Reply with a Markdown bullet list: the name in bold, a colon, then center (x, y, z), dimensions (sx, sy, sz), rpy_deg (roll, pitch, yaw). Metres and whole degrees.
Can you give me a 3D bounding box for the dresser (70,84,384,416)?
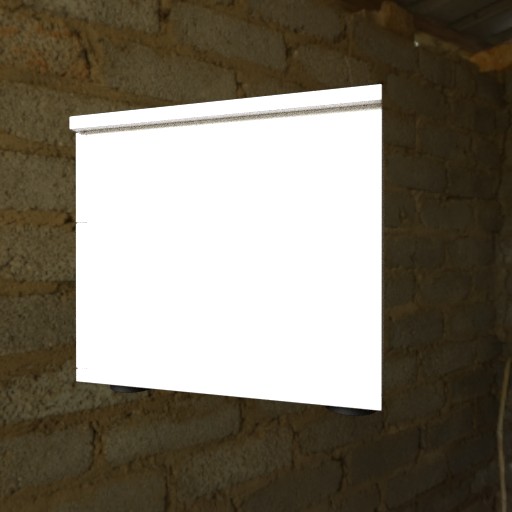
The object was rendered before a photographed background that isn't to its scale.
- **dresser**: center (0.000, 0.000, 0.724), dimensions (0.400, 0.360, 0.430), rpy_deg (0, 0, 16)
